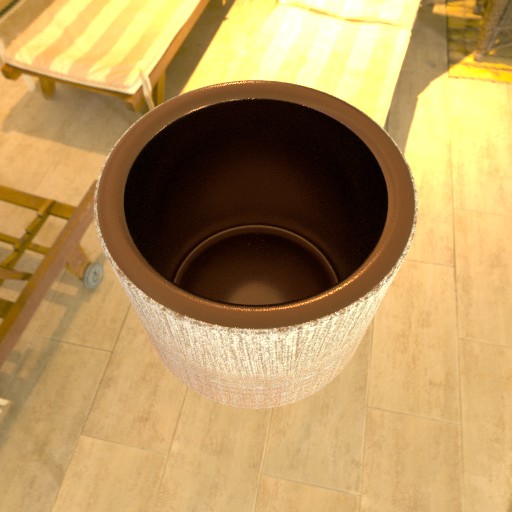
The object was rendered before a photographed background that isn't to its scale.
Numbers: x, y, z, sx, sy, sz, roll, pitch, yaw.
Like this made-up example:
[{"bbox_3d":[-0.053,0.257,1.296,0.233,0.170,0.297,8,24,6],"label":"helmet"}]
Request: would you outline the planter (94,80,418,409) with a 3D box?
[{"bbox_3d":[0.000,0.000,0.188,0.109,0.096,0.109,0,59,0],"label":"planter"}]
